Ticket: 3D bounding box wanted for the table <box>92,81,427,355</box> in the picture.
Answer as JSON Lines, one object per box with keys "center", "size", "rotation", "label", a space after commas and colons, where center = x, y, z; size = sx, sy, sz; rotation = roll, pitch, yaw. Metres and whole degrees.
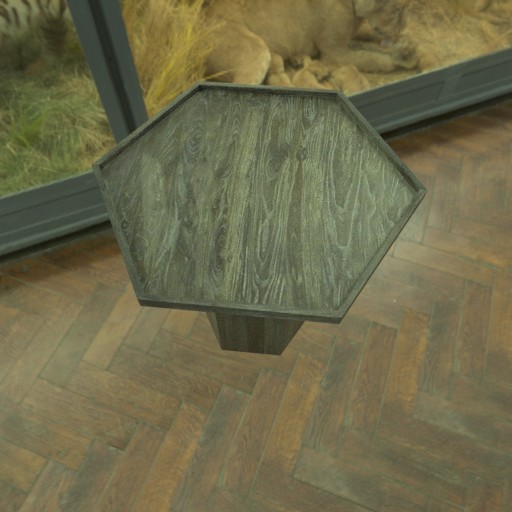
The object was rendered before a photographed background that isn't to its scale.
{"center": [0.000, 0.000, 1.143], "size": [0.592, 0.586, 0.683], "rotation": [31, 62, 19], "label": "table"}
